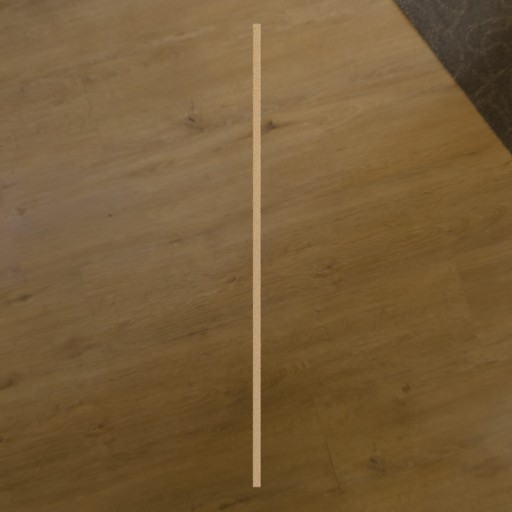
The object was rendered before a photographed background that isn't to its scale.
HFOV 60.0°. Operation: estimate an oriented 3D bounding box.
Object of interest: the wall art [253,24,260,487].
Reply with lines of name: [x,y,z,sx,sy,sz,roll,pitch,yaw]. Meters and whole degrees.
wall art: [0.000,0.000,0.813,0.009,0.559,0.558,0,90,0]
